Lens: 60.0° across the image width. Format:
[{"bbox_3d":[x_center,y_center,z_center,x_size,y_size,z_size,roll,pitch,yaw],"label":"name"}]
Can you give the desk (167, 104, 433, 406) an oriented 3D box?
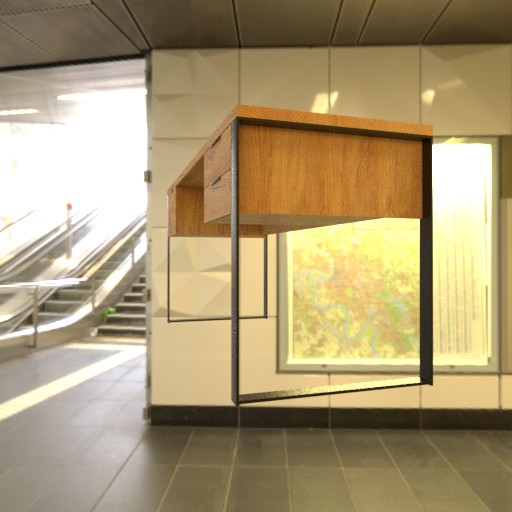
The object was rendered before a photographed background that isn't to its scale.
[{"bbox_3d":[0.000,0.000,1.927,0.600,0.760,1.520,0,0,-18],"label":"desk"}]
